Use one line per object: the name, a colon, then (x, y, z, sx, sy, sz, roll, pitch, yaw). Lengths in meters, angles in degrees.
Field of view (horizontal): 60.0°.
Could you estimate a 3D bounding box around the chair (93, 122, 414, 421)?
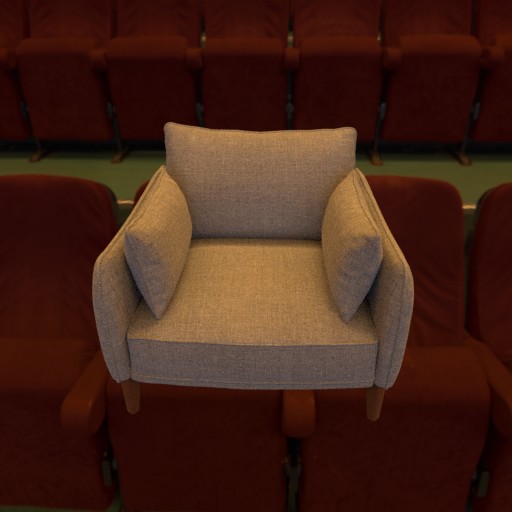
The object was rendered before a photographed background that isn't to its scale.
chair: (0.000, 0.000, 1.730, 0.993, 0.839, 0.976, 1, 31, 2)
